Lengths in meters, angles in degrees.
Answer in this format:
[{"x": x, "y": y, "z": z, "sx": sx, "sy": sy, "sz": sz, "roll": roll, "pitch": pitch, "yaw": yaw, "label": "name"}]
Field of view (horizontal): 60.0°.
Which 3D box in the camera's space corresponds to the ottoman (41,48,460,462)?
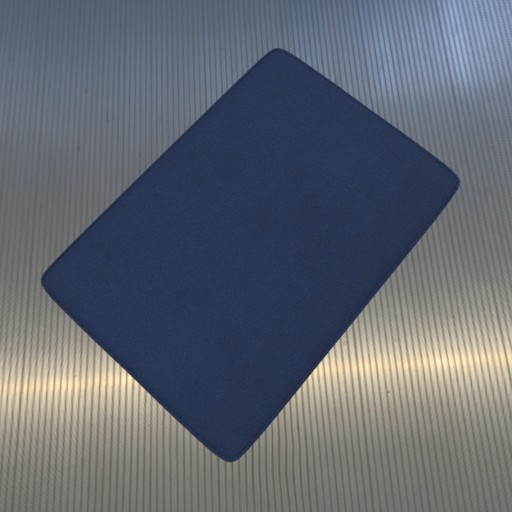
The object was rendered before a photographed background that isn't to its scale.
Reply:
[{"x": 0.000, "y": 0.000, "z": 1.398, "sx": 0.686, "sy": 0.584, "sz": 0.965, "roll": 40, "pitch": 78, "yaw": 10, "label": "ottoman"}]
